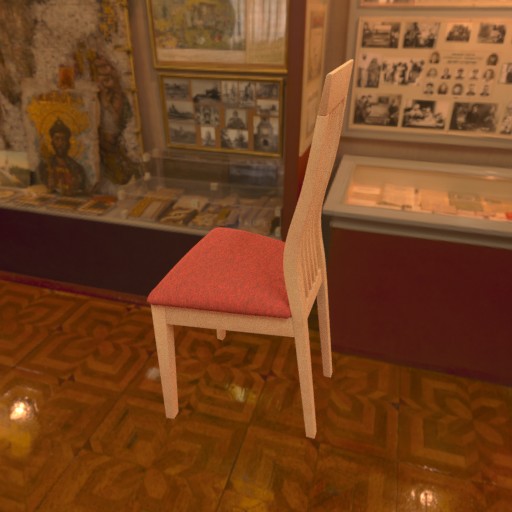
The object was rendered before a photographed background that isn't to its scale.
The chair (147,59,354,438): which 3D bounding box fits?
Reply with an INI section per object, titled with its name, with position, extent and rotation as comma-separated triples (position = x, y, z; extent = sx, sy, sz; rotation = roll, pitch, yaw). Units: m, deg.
[chair]
position = 0.000, 0.000, 1.277
extent = 0.474, 1.027, 0.460
rotation = 9, 30, 16
